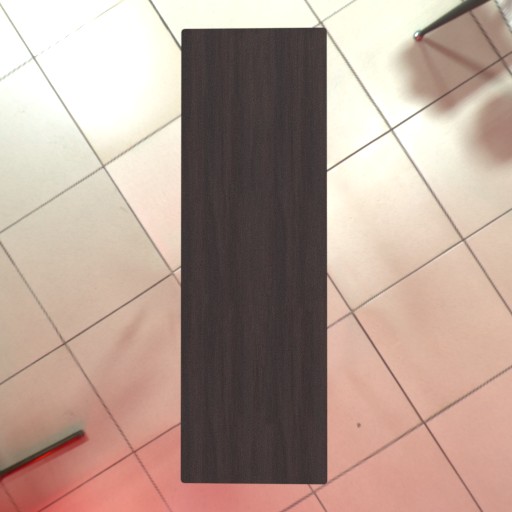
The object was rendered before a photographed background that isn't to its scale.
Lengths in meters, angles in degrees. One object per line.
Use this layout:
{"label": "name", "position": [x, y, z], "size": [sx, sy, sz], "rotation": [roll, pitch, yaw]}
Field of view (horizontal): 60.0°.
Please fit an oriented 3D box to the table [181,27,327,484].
{"label": "table", "position": [0.000, 0.000, 1.735], "size": [0.449, 0.750, 1.399], "rotation": [0, 90, 1]}
